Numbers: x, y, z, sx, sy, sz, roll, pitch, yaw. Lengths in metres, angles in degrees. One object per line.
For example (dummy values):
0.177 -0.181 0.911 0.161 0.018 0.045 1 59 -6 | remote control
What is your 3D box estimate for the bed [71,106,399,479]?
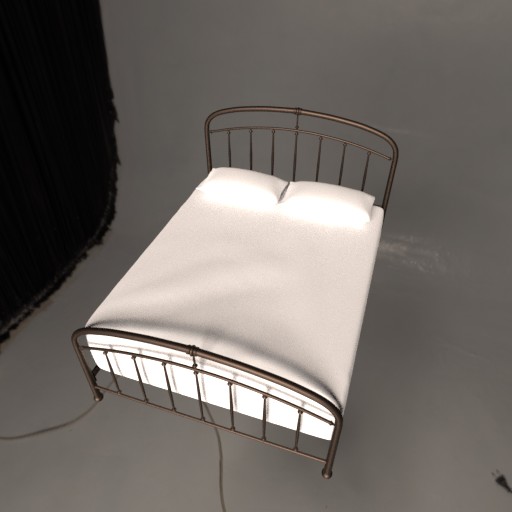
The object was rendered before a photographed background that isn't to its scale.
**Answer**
0.000 0.000 3.260 1.711 1.425 2.180 12 42 14 | bed
